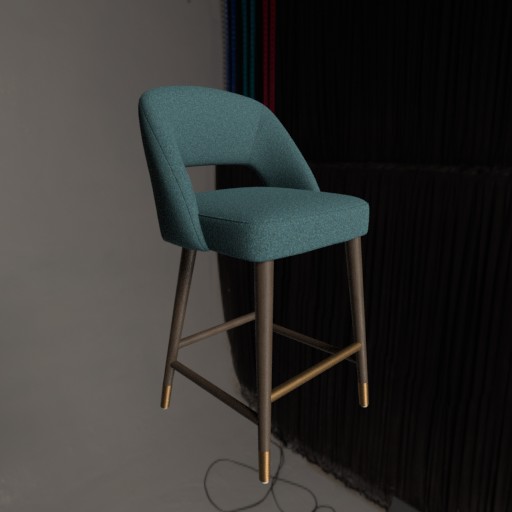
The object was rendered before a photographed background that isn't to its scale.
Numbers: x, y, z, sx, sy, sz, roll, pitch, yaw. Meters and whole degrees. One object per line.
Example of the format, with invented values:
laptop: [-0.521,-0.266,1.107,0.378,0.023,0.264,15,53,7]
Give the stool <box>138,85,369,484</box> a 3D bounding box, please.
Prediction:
stool: [0.000,0.000,1.257,0.522,0.939,0.536,14,20,43]
